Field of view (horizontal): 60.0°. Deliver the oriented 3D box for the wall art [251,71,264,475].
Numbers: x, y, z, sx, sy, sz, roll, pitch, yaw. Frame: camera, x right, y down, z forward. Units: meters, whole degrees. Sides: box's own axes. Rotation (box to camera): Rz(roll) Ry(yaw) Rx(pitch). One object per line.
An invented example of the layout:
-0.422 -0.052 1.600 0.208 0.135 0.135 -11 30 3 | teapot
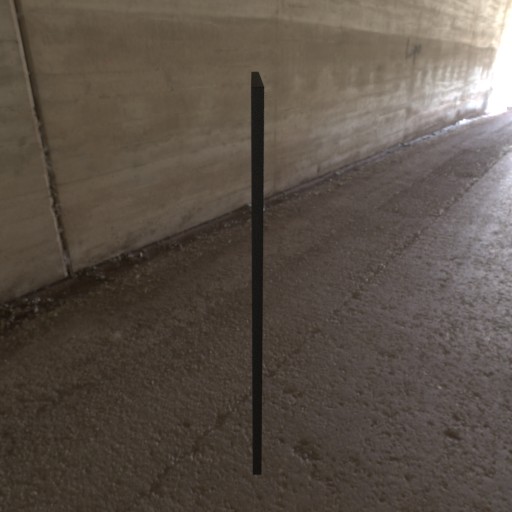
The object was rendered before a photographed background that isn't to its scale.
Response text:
0.000 0.000 0.612 0.011 0.459 0.326 0 25 0 | wall art
